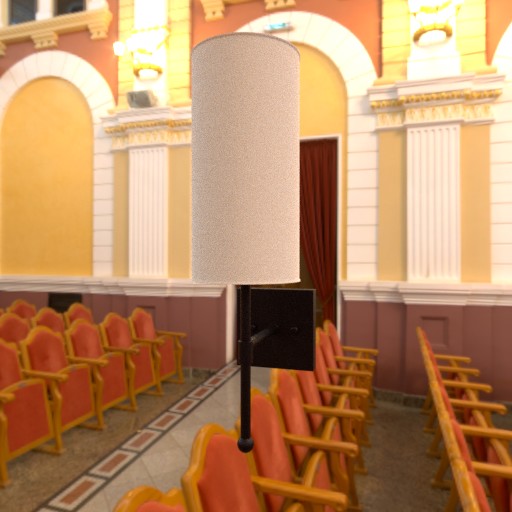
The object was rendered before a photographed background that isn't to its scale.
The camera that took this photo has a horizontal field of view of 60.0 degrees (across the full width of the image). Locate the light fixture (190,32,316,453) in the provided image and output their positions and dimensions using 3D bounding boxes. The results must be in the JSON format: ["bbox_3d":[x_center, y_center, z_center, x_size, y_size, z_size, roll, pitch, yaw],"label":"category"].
[{"bbox_3d":[0.000,0.000,0.559,0.128,0.462,0.208,0,0,18],"label":"light fixture"}]
